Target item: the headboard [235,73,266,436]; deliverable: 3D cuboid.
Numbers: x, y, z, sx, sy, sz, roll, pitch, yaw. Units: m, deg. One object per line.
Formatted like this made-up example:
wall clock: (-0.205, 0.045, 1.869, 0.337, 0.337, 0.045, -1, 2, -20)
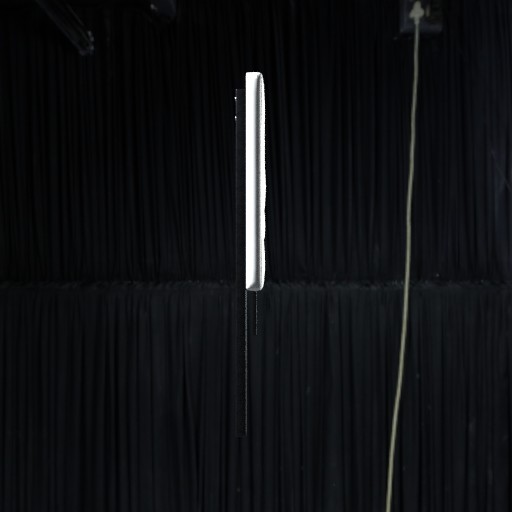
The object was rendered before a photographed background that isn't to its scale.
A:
headboard: (0.000, 0.000, 2.872, 0.120, 1.410, 2.362, 0, 0, 1)
